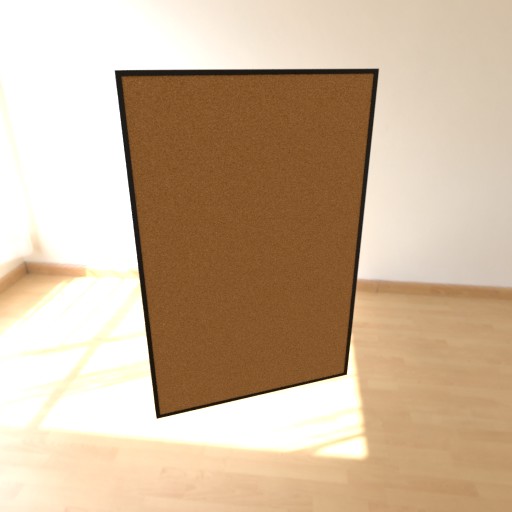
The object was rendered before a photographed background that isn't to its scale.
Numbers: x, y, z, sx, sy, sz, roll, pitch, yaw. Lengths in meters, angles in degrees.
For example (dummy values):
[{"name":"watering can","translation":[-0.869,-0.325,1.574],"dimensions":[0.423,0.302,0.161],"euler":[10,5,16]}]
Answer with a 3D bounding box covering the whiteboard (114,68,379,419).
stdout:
[{"name":"whiteboard","translation":[0.000,0.000,0.785],"dimensions":[0.406,0.611,0.026],"euler":[-8,25,-17]}]
